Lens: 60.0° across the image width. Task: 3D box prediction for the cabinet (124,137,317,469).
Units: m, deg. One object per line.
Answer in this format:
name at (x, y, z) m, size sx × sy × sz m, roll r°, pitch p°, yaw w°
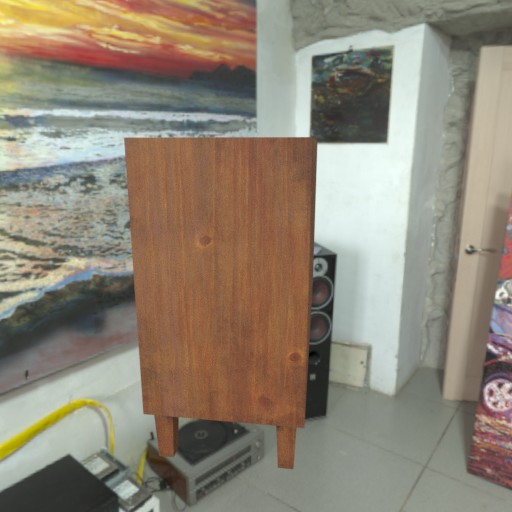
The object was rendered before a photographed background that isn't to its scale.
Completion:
cabinet at (0.000, 0.000, 1.593) m, size 0.403 × 0.805 × 1.204 m, roll 2°, pitch 14°, yaw 8°
